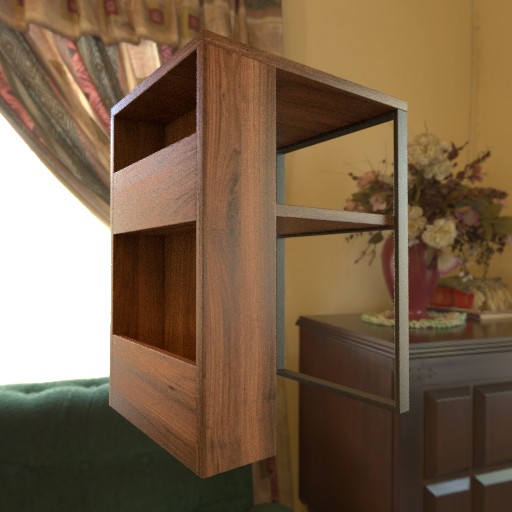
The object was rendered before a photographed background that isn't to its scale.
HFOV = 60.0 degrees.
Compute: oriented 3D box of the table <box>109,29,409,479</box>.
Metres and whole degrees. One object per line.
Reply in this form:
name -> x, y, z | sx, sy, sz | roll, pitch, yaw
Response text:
table -> 0.000, 0.000, 1.520 | 0.786, 1.041, 0.660 | 1, -1, -36
